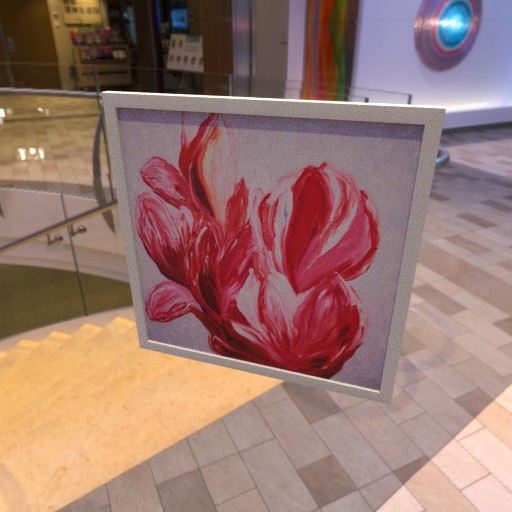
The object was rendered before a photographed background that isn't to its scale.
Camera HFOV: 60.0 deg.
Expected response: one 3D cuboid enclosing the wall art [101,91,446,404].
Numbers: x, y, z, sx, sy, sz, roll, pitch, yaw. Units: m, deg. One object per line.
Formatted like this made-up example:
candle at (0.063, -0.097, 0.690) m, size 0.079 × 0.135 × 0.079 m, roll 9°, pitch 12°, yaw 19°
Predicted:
wall art at (0.000, 0.000, 0.979) m, size 0.664 × 0.661 × 0.020 m, roll 9°, pitch 28°, yaw 16°
